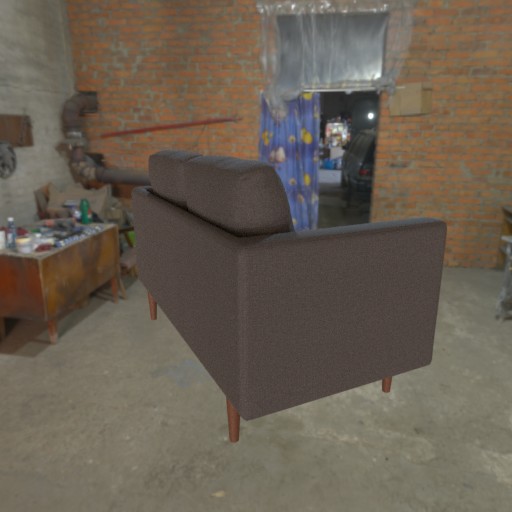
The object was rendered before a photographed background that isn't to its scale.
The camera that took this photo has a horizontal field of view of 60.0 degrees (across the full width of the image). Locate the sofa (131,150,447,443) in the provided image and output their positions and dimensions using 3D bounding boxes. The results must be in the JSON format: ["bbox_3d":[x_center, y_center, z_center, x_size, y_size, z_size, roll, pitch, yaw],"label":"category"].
[{"bbox_3d":[0.000,0.000,1.986,0.796,0.908,1.430,-8,17,-25],"label":"sofa"}]
